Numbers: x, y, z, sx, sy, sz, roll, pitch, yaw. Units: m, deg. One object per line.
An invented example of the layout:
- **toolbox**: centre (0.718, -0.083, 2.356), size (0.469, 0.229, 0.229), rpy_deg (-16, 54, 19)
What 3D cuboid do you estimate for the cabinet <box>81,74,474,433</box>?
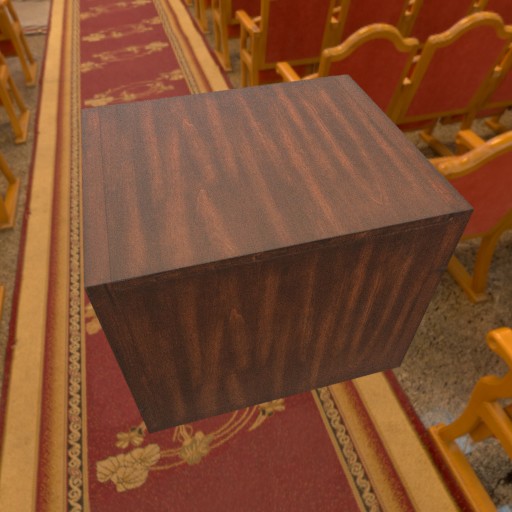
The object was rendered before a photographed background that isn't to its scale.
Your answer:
- **cabinet**: centre (0.000, 0.000, 0.825), size (0.500, 0.455, 0.402), rpy_deg (-11, 48, -11)
